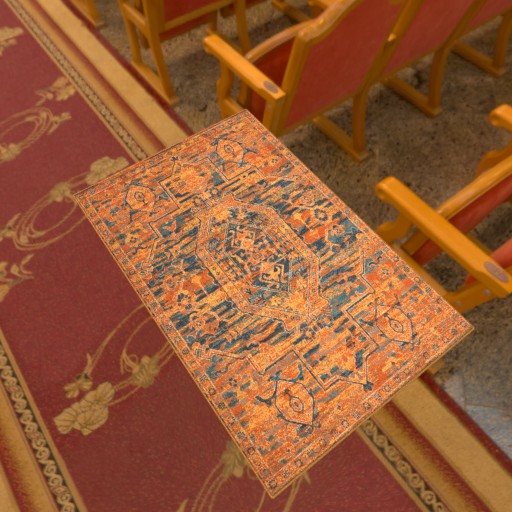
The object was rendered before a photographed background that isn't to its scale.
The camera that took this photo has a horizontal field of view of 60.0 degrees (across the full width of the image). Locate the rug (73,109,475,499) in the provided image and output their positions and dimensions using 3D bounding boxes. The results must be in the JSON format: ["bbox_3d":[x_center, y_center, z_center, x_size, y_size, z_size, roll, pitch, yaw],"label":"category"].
[{"bbox_3d":[0.000,0.000,1.063,0.557,0.008,0.863,-32,64,-18],"label":"rug"}]
